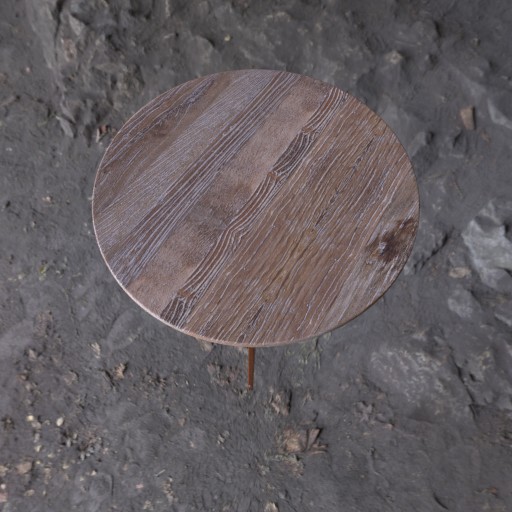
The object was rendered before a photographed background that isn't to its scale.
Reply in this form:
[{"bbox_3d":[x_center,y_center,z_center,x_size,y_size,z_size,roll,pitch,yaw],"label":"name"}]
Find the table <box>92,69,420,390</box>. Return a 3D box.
[{"bbox_3d":[0.000,0.000,0.906,0.500,0.500,0.500,0,64,0],"label":"table"}]
